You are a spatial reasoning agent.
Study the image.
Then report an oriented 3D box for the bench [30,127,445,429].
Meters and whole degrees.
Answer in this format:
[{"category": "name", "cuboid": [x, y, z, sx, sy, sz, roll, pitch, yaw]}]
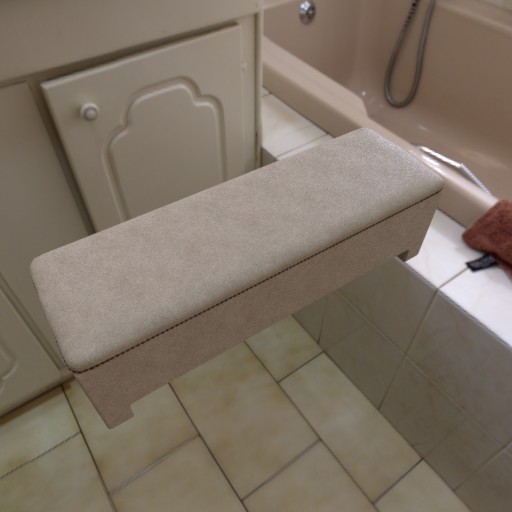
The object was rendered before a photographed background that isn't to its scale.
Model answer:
[{"category": "bench", "cuboid": [0.000, 0.000, 1.715, 1.482, 0.447, 0.470, -26, 53, -21]}]
